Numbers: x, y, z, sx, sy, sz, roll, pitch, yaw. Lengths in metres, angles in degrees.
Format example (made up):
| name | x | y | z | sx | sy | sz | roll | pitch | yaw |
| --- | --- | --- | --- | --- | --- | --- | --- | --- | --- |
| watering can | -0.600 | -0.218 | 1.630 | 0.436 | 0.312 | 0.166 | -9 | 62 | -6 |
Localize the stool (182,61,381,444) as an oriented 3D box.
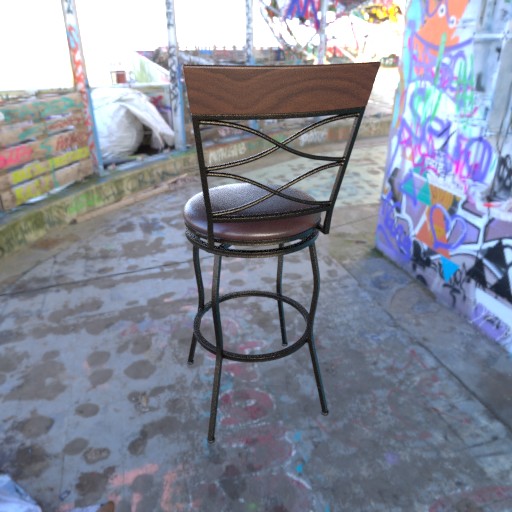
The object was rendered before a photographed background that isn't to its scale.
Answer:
| name | x | y | z | sx | sy | sz | roll | pitch | yaw |
| --- | --- | --- | --- | --- | --- | --- | --- | --- | --- |
| stool | 0.000 | 0.000 | 1.390 | 0.448 | 1.130 | 0.513 | -8 | 27 | -15 |
